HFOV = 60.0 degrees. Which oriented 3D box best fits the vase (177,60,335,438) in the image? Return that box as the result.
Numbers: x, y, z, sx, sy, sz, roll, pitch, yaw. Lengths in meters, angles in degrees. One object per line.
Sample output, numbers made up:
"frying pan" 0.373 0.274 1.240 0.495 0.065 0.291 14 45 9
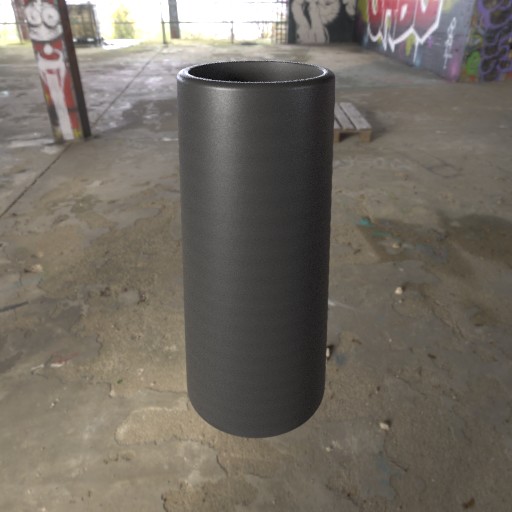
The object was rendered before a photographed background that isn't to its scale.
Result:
"vase" 0.000 0.000 0.371 0.136 0.289 0.136 8 32 14
